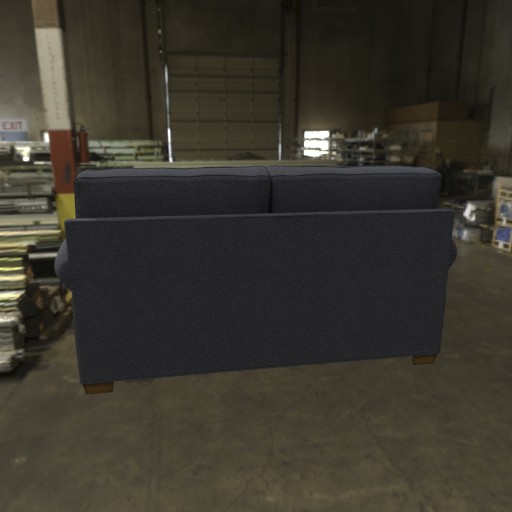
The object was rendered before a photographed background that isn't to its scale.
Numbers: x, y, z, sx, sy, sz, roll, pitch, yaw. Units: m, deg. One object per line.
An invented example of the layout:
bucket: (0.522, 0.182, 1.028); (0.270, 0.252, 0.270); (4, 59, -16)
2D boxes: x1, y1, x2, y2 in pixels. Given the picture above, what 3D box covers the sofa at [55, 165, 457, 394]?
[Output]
sofa: (0.000, 0.000, 2.506); (2.009, 1.031, 0.951); (-2, 14, -10)
